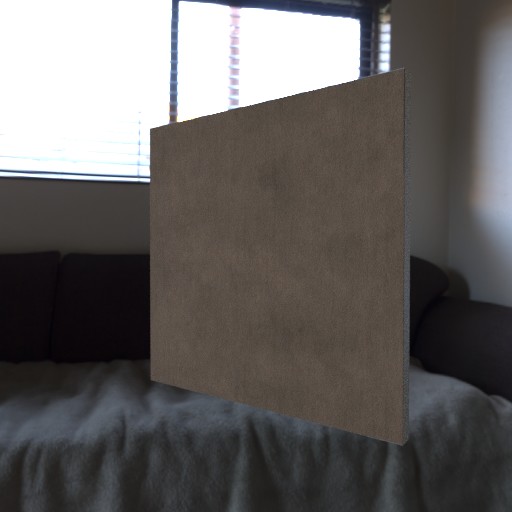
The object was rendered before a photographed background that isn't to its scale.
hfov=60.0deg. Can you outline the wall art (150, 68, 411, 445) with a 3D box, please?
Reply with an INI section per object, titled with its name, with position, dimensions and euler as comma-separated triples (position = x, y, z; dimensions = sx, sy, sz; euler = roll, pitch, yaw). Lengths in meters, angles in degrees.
[wall art]
position = 0.000, 0.000, 0.674
dimensions = 0.455, 0.453, 0.023
euler = 1, 1, 36
